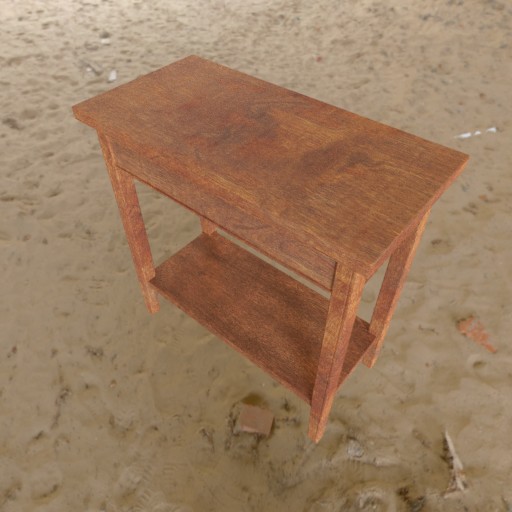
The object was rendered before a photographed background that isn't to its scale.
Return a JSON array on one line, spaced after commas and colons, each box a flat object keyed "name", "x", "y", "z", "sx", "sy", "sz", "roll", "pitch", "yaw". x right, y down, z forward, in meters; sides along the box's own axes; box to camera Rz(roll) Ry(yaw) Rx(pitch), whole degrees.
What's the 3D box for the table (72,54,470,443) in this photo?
[{"name": "table", "x": 0.000, "y": 0.000, "z": 0.958, "sx": 0.610, "sy": 0.610, "sz": 0.305, "roll": 31, "pitch": 53, "yaw": 27}]
